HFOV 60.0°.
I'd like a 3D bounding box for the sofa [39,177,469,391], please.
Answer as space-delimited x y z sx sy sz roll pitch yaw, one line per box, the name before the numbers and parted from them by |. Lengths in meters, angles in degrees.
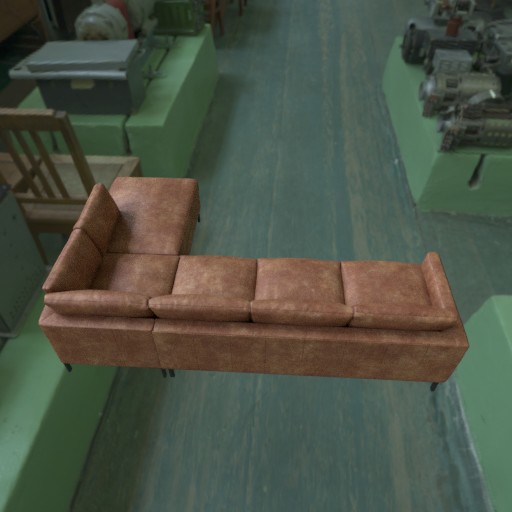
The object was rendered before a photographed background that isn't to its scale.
sofa | 0.000 0.000 3.821 2.984 0.877 1.938 2 46 2
